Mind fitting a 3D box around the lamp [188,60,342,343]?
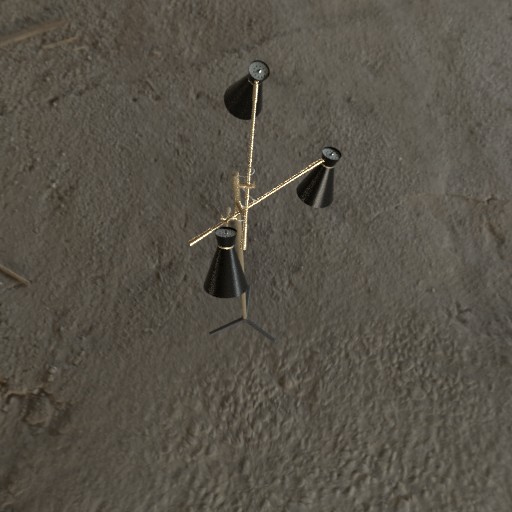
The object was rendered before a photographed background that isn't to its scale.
[{"bbox_3d":[0.000,0.000,2.177,0.653,1.804,0.750,-21,65,-11],"label":"lamp"}]
